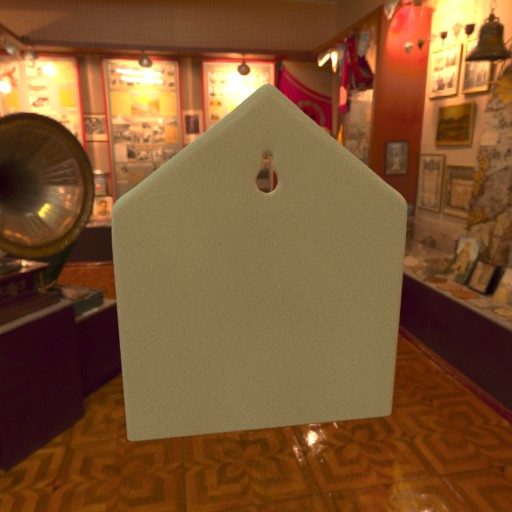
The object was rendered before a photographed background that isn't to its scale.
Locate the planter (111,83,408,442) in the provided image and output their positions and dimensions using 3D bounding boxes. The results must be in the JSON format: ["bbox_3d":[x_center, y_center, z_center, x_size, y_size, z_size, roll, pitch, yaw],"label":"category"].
[{"bbox_3d":[0.000,0.000,0.283,0.164,0.197,0.079,-2,14,-9],"label":"planter"}]
